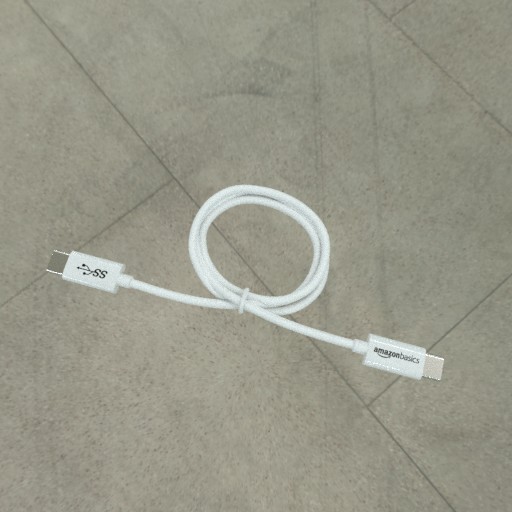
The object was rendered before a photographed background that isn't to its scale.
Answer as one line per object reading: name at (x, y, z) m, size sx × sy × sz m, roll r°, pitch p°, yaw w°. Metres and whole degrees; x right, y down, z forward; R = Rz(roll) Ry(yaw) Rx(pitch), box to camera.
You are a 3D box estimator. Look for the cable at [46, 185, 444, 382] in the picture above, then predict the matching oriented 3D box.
cable at (0.000, 0.000, 0.206) m, size 0.186 × 0.014 × 0.070 m, roll 15°, pitch 77°, yaw 4°
